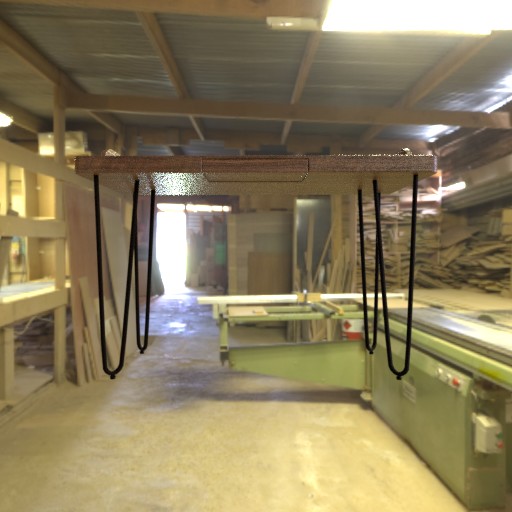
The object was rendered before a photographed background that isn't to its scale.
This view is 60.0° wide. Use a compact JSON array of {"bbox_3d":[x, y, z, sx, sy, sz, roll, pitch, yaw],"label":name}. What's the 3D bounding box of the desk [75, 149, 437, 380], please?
[{"bbox_3d":[0.000,0.000,1.731,1.200,0.854,0.565,0,1,0],"label":"desk"}]
